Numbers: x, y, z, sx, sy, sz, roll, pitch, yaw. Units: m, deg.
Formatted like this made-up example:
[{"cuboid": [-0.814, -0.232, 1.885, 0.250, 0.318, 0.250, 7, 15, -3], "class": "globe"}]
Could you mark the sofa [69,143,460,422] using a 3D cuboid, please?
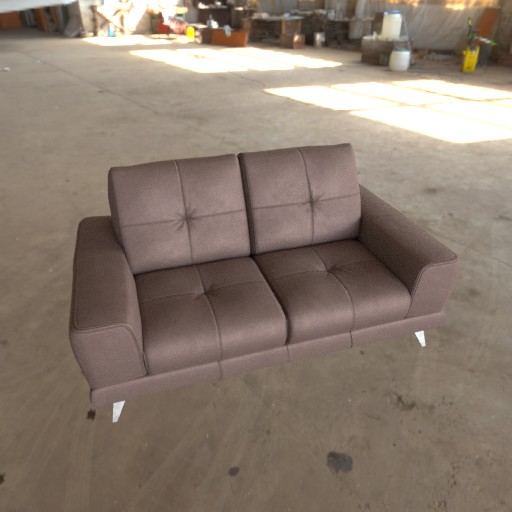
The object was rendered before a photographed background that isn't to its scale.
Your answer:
[{"cuboid": [0.000, 0.000, 2.323, 1.806, 0.907, 1.018, -9, 33, -15], "class": "sofa"}]
